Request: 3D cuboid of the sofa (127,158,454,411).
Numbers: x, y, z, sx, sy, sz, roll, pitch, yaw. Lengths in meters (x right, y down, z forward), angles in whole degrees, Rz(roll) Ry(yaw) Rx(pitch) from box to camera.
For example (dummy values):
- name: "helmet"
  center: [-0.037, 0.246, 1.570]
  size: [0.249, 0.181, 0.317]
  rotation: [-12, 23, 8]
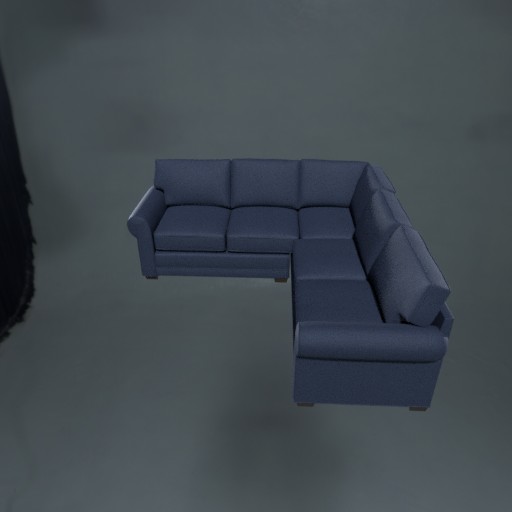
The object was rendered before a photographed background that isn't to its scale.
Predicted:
- name: "sofa"
  center: [0.000, 0.000, 3.847]
  size: [2.487, 1.042, 2.562]
  rotation: [1, 30, 3]
